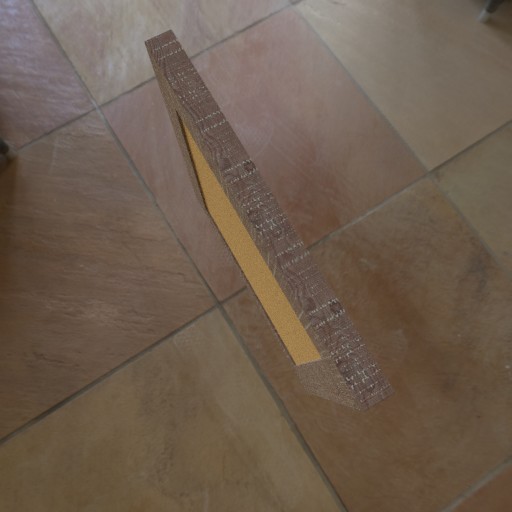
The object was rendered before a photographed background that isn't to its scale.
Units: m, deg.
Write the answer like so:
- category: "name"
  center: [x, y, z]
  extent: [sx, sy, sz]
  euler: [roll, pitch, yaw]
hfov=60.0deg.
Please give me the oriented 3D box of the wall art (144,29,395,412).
- category: "wall art"
  center: [0.000, 0.000, 0.783]
  extent: [0.040, 0.531, 0.531]
  euler: [-29, 77, -7]
